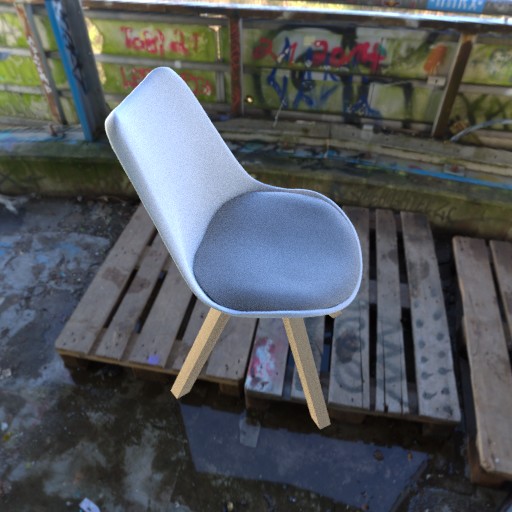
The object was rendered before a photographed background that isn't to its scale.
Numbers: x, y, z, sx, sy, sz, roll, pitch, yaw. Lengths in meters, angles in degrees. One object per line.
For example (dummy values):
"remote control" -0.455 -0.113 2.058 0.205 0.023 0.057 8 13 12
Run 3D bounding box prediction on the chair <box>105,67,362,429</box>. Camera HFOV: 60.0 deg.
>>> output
"chair" 0.000 0.000 1.166 0.550 0.850 0.485 9 45 9
